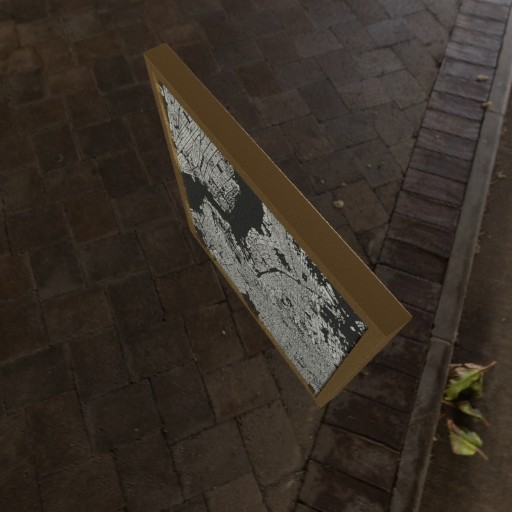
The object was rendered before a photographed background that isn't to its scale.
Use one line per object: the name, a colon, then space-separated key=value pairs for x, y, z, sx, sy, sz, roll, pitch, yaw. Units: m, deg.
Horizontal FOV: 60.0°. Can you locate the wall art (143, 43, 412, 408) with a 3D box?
wall art: x=0.000 y=0.000 z=0.463 sx=0.023 sy=0.305 sz=0.305 roll=-32 pitch=68 yaw=-15
